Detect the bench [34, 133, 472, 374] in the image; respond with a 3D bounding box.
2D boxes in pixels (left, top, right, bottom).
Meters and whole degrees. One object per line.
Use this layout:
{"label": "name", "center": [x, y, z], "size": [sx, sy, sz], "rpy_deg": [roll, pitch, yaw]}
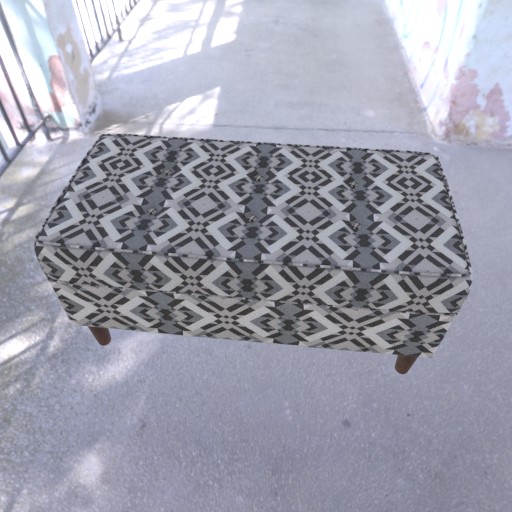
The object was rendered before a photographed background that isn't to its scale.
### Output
{"label": "bench", "center": [0.000, 0.000, 1.307], "size": [1.016, 0.477, 0.492], "rpy_deg": [4, 47, 4]}
